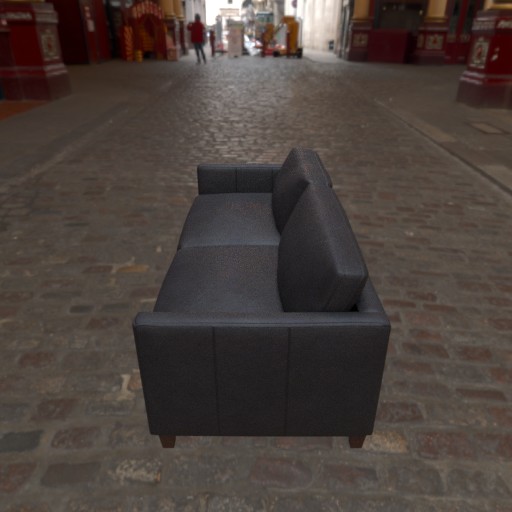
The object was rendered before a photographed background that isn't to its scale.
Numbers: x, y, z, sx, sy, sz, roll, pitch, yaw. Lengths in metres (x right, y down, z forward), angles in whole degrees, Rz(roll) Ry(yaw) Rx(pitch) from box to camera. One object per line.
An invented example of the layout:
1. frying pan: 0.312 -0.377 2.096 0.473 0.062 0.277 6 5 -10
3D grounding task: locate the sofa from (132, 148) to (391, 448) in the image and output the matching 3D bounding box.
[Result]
1. sofa: 0.000 0.000 2.467 0.933 0.863 1.971 0 28 0
